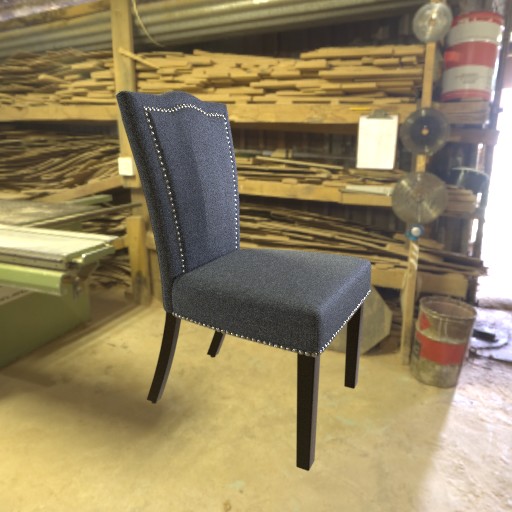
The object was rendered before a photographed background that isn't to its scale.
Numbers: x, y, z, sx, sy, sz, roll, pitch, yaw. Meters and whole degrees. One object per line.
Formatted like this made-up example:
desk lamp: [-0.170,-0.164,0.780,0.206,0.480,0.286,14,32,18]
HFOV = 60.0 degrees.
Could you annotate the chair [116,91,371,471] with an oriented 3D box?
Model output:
chair: [0.000,0.000,1.316,0.589,0.946,0.518,7,16,26]
